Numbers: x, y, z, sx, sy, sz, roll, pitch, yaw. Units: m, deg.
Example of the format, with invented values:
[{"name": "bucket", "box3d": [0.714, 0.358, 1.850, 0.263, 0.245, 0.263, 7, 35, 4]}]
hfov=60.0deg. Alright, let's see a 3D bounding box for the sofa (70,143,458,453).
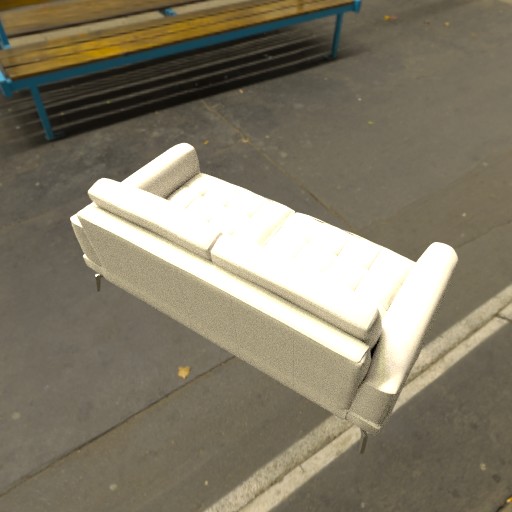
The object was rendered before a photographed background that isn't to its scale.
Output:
[{"name": "sofa", "box3d": [0.000, 0.000, 2.760, 2.177, 0.930, 1.121, 26, 51, 22]}]
